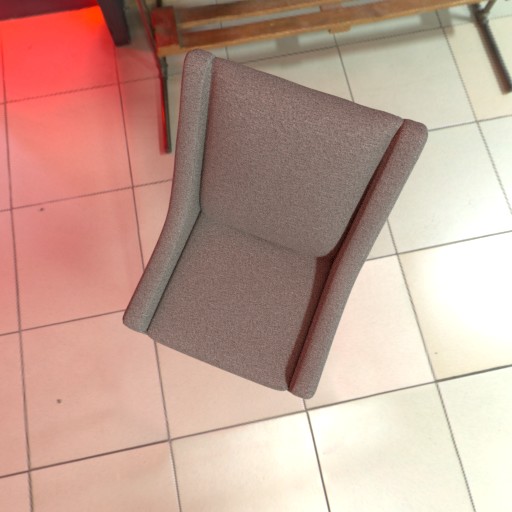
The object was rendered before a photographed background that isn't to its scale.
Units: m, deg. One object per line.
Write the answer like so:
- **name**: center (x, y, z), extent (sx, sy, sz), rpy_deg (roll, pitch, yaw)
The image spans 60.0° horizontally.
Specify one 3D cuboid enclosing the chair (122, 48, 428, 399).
- **chair**: center (0.000, 0.000, 1.678), extent (0.774, 1.016, 0.870), rpy_deg (21, 76, 5)
